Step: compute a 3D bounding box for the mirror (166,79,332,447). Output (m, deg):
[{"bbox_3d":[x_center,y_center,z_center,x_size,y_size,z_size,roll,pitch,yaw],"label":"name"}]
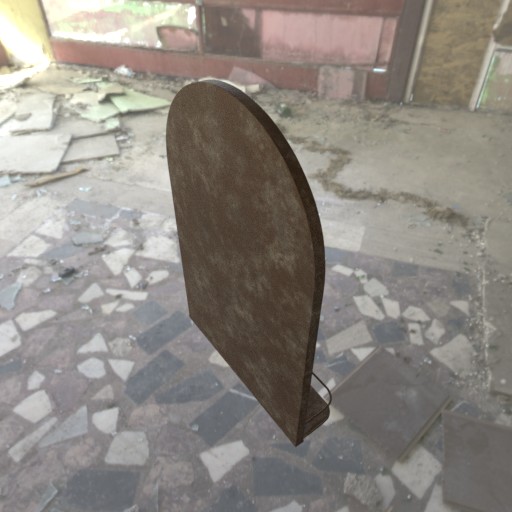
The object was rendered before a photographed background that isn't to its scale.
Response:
[{"bbox_3d":[0.000,0.000,0.987,0.137,0.770,0.510,-25,46,-27],"label":"mirror"}]
